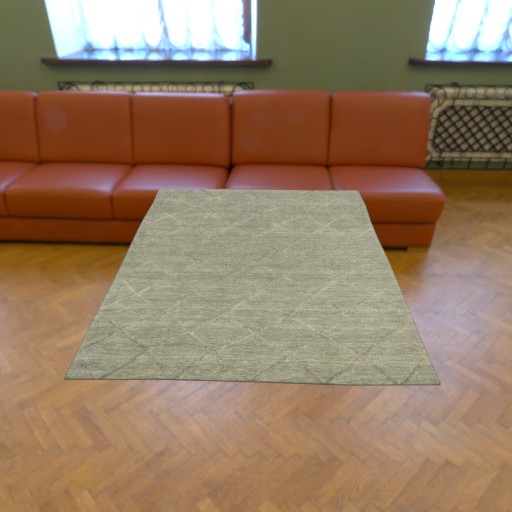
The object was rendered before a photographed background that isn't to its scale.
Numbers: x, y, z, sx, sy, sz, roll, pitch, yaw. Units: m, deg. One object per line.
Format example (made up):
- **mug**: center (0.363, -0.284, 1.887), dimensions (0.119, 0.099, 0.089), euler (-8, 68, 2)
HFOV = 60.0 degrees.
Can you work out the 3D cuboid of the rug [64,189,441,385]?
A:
- **rug**: center (0.000, 0.000, 4.113), dimensions (2.438, 0.013, 3.048), euler (1, 32, 1)
